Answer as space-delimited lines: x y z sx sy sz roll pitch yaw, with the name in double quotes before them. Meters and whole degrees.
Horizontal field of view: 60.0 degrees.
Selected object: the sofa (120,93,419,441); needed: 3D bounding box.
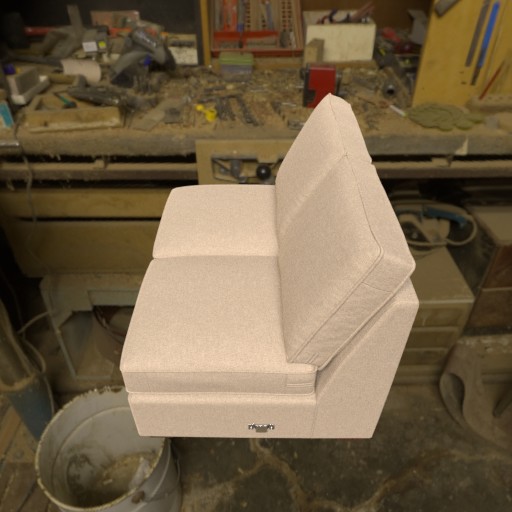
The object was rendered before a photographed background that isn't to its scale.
"sofa" 0.000 0.000 1.946 0.951 1.008 1.237 0 40 0
